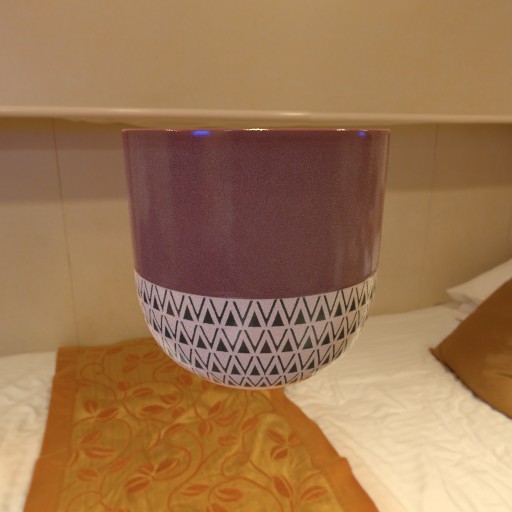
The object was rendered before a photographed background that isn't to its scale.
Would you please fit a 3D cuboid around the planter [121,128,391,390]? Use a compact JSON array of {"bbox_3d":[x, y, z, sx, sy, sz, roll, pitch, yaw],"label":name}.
[{"bbox_3d":[0.000,0.000,0.491,0.266,0.270,0.266,0,16,0],"label":"planter"}]
